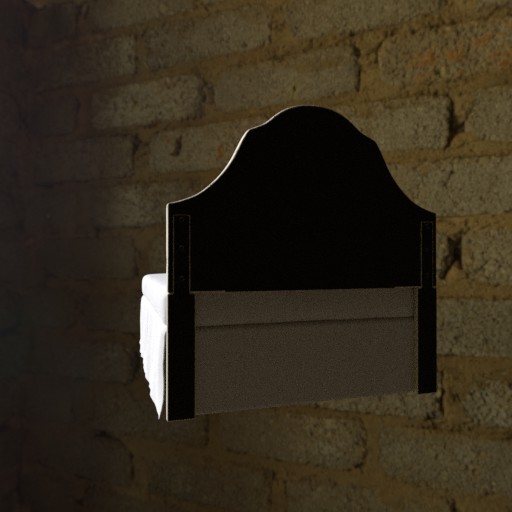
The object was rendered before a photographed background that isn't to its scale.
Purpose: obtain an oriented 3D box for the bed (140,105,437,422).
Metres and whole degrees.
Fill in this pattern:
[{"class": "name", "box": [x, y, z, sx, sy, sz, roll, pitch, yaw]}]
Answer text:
[{"class": "bed", "box": [0.000, 0.000, 3.310, 1.627, 1.575, 2.092, 0, 0, -17]}]
